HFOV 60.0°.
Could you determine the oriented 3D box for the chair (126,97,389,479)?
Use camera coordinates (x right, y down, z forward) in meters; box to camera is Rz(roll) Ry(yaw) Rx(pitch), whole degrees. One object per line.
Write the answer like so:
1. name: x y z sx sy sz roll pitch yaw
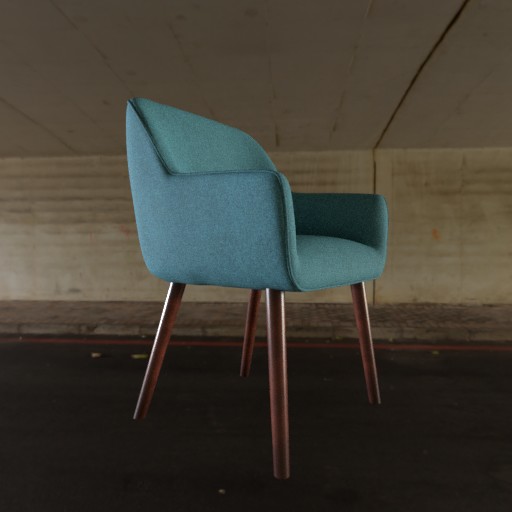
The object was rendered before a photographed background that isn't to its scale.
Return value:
1. chair: 0.000 0.000 1.146 0.519 0.803 0.543 1 2 36
